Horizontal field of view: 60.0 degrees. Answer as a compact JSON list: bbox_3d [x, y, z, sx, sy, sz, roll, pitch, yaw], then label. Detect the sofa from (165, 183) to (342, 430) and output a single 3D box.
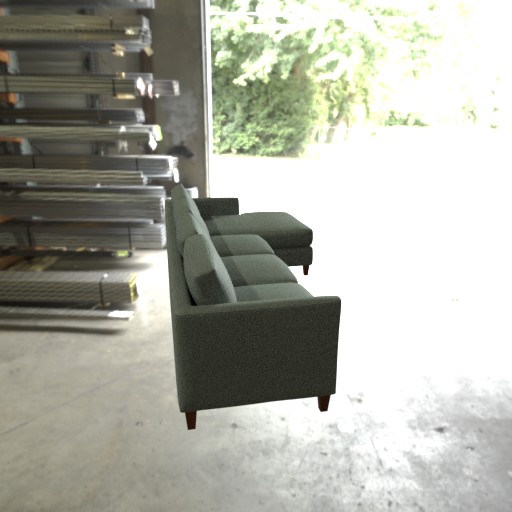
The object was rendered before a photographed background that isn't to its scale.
[{"bbox_3d":[0.000,0.000,4.090,1.604,0.950,3.471,-4,18,-11],"label":"sofa"}]
